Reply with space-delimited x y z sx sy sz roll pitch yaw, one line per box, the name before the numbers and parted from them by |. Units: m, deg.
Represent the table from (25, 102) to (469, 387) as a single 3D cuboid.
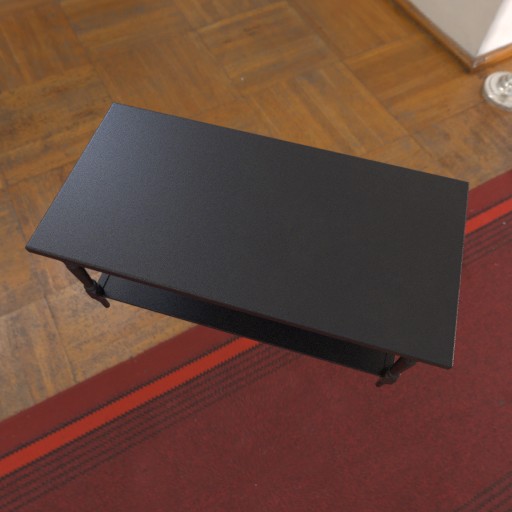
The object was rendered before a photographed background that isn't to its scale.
table | 0.000 0.000 1.437 1.107 0.510 0.550 15 64 7
